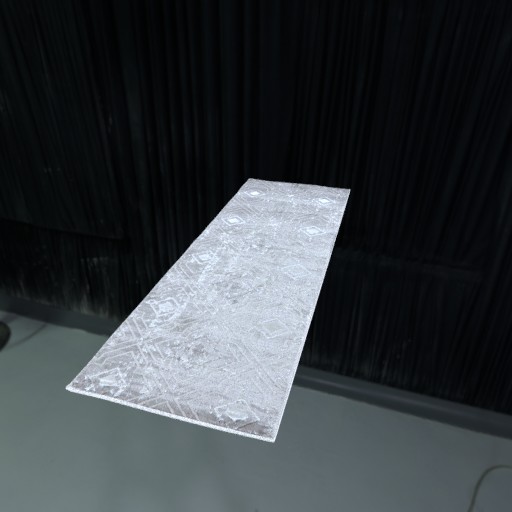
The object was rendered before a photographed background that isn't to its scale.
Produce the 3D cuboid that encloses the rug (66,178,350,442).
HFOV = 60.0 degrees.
[{"bbox_3d":[0.000,0.000,2.587,0.832,0.035,2.381,8,31,14],"label":"rug"}]
